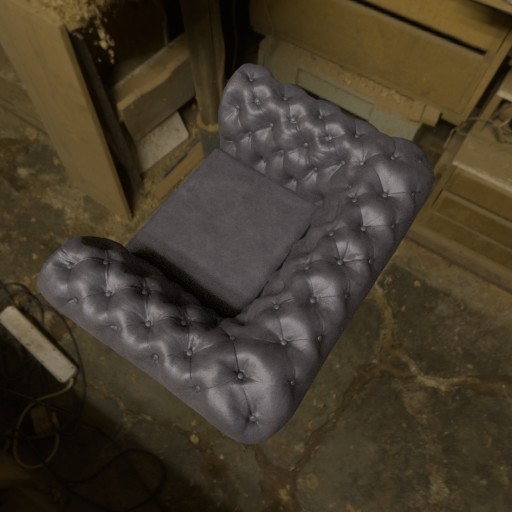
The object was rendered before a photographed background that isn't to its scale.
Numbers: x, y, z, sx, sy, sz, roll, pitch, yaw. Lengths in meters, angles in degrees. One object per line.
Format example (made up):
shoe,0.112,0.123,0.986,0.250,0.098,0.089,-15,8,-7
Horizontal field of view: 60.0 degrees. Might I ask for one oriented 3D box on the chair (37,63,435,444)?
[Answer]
chair,0.000,0.000,1.862,0.943,0.780,1.298,32,68,14
